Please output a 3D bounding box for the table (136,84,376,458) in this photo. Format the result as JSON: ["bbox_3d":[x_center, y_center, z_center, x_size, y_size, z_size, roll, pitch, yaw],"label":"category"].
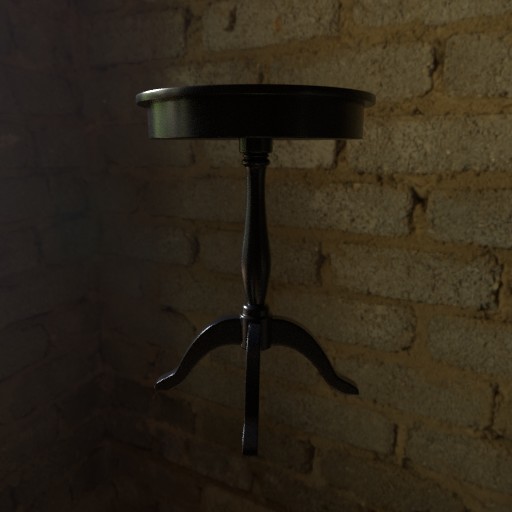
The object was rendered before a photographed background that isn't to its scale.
[{"bbox_3d":[0.000,0.000,0.989,0.481,0.665,0.481,0,14,0],"label":"table"}]
